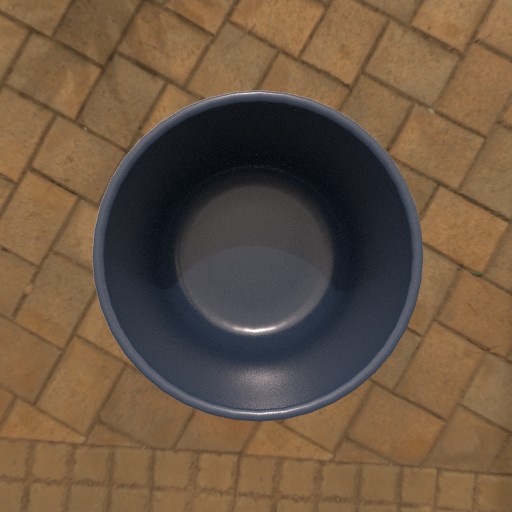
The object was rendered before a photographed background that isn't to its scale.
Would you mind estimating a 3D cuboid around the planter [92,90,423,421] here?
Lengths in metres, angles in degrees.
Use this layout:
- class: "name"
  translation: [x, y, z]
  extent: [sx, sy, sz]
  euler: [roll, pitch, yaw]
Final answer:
- class: "planter"
  translation: [0.000, 0.000, 0.397]
  extent: [0.224, 0.203, 0.224]
  euler: [0, 90, -1]
